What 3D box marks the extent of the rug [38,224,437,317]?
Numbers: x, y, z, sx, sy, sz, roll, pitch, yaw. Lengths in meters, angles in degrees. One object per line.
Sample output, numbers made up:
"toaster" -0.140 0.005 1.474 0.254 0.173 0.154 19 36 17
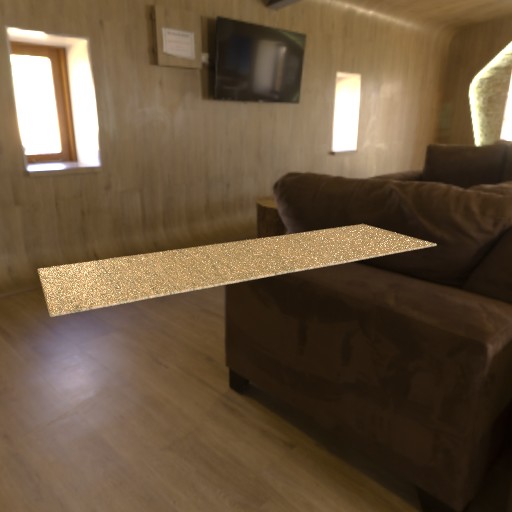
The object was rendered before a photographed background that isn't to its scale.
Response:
"rug" 0.000 0.000 2.615 2.290 0.014 0.700 -9 19 -28
